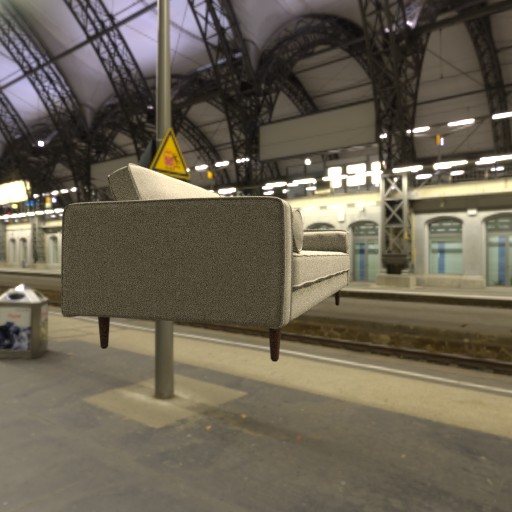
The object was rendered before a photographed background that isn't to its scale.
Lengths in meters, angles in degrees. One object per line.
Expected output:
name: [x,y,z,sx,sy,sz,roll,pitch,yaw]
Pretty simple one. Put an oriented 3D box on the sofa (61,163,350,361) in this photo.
sofa: [0.000,0.000,2.615,0.914,0.762,2.211,0,0,17]
